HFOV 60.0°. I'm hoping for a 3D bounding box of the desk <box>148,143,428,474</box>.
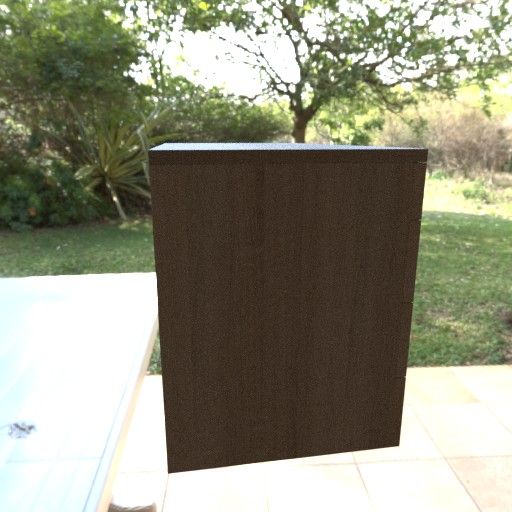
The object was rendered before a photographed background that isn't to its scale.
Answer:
[{"bbox_3d":[0.000,0.000,1.506,0.600,0.731,1.100,-2,15,-9],"label":"desk"}]
